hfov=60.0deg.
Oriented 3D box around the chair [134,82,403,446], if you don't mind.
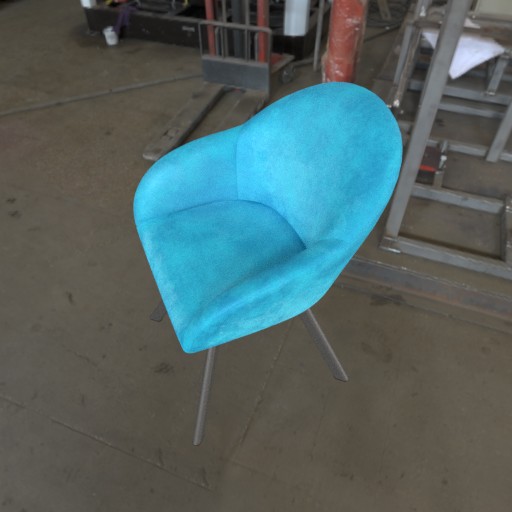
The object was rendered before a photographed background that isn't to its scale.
[{"bbox_3d":[0.000,0.000,1.175,0.590,0.795,0.550,-17,48,-17],"label":"chair"}]
